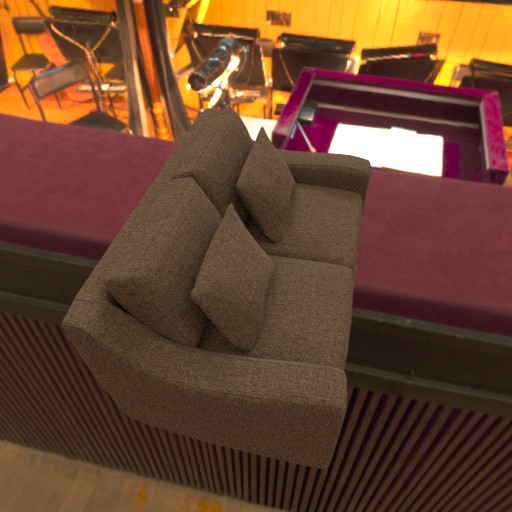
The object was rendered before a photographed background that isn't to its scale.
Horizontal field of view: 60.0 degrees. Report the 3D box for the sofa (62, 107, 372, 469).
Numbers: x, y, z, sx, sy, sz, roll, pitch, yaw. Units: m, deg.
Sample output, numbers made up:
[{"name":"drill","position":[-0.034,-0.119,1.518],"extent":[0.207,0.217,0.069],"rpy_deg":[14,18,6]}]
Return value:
[{"name":"sofa","position":[0.000,0.000,2.403],"extent":[1.120,0.991,1.778],"rpy_deg":[10,47,10]}]
